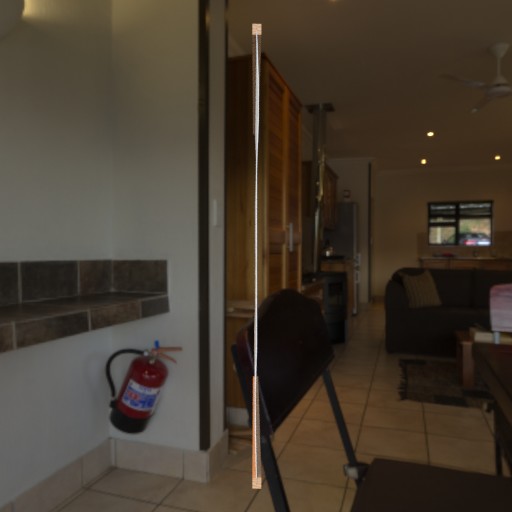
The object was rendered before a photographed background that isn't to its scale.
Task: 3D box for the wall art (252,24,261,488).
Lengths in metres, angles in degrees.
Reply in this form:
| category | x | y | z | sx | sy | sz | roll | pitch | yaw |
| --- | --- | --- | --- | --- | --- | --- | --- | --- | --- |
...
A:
| category | x | y | z | sx | sy | sz | roll | pitch | yaw |
| --- | --- | --- | --- | --- | --- | --- | --- | --- | --- |
| wall art | 0.000 | 0.000 | 0.685 | 0.010 | 0.507 | 0.404 | 0 | 0 | 0 |
